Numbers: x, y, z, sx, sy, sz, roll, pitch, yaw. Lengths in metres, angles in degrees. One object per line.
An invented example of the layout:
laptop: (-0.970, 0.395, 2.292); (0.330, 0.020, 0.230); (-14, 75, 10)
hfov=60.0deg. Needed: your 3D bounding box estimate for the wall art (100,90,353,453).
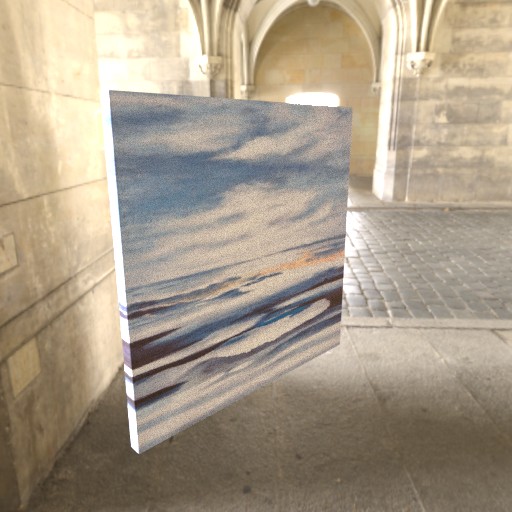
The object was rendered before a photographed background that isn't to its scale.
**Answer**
wall art: (0.000, 0.000, 1.129); (0.747, 0.747, 0.035); (-15, 21, -42)
